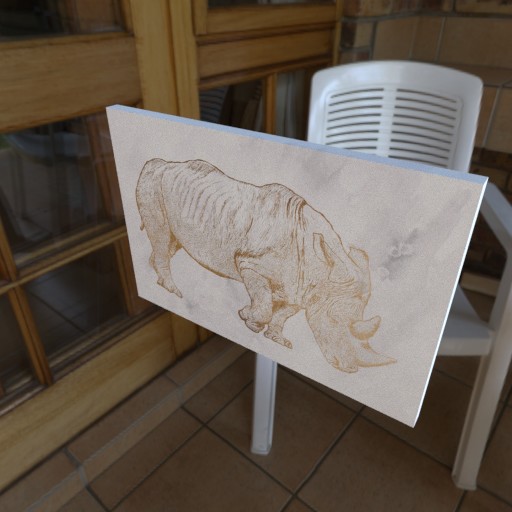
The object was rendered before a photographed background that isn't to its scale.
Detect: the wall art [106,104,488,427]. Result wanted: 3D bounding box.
[{"bbox_3d":[0.000,0.000,1.108,0.915,0.610,0.038,20,37,28],"label":"wall art"}]
